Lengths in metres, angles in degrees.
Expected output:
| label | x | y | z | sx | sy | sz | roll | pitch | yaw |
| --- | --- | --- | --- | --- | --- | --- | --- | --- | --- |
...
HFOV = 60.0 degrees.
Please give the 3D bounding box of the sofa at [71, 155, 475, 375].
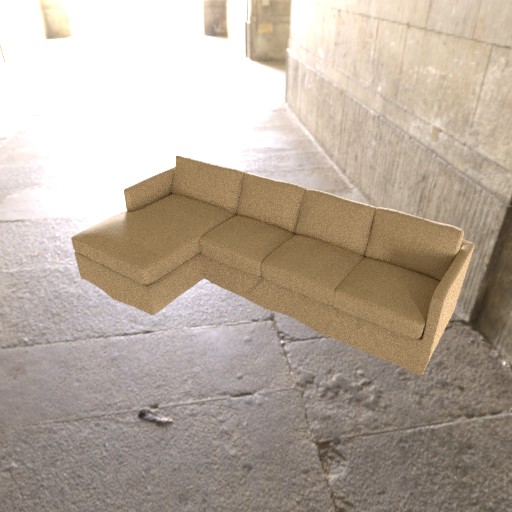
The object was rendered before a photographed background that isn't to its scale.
| label | x | y | z | sx | sy | sz | roll | pitch | yaw |
| --- | --- | --- | --- | --- | --- | --- | --- | --- | --- |
| sofa | 0.000 | 0.000 | 3.927 | 3.205 | 0.922 | 1.650 | 21 | 38 | 29 |
